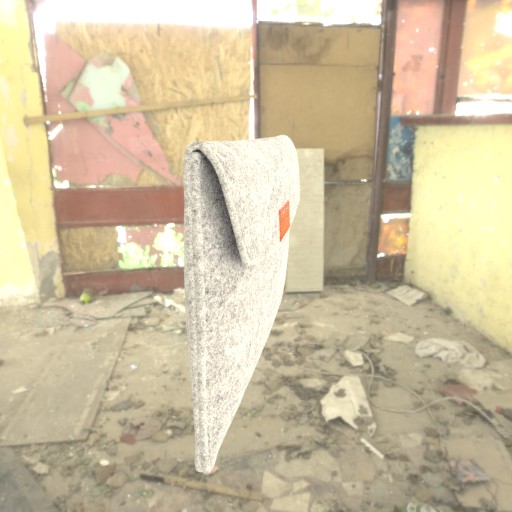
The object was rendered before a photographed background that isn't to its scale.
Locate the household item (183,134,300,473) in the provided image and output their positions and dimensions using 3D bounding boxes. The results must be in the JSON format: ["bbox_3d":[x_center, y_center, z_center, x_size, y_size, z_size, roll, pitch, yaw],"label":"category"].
[{"bbox_3d":[0.000,0.000,0.425,0.057,0.221,0.335,3,16,11],"label":"household item"}]
